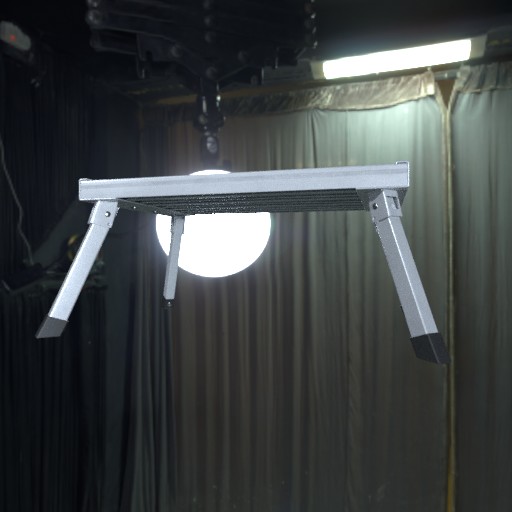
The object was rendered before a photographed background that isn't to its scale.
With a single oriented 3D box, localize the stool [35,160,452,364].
[{"bbox_3d":[0.000,0.000,0.715,0.535,0.225,0.385,0,0,16],"label":"stool"}]
